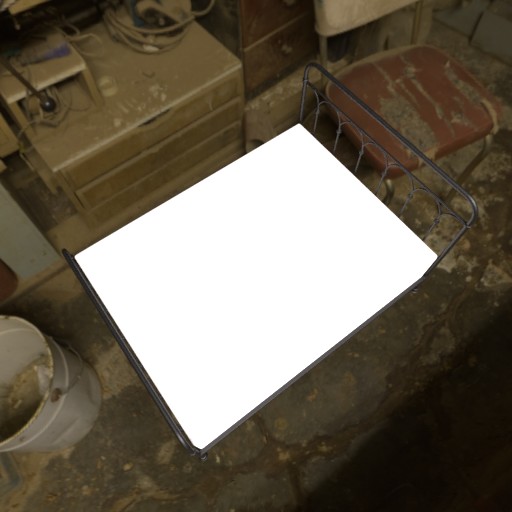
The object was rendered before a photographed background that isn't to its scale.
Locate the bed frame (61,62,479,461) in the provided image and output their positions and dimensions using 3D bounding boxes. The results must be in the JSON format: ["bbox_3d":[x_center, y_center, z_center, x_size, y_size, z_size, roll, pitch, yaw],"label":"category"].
[{"bbox_3d":[0.000,0.000,3.164,2.203,1.276,1.664,-34,68,-16],"label":"bed frame"}]
